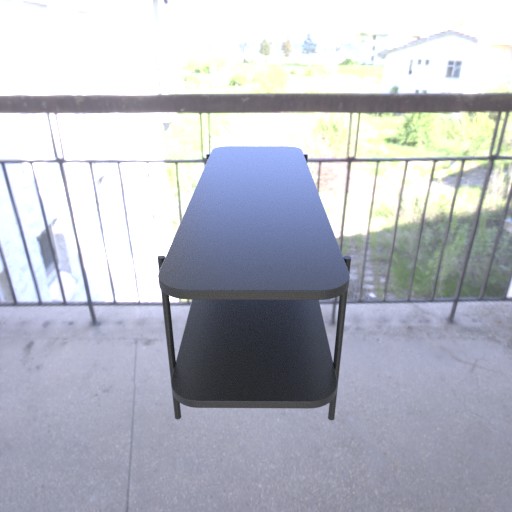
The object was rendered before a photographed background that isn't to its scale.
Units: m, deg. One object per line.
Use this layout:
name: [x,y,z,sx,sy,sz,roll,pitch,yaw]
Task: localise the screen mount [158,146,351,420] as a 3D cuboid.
screen mount: [0.000,0.000,1.429,0.400,0.447,1.200,0,26,0]
